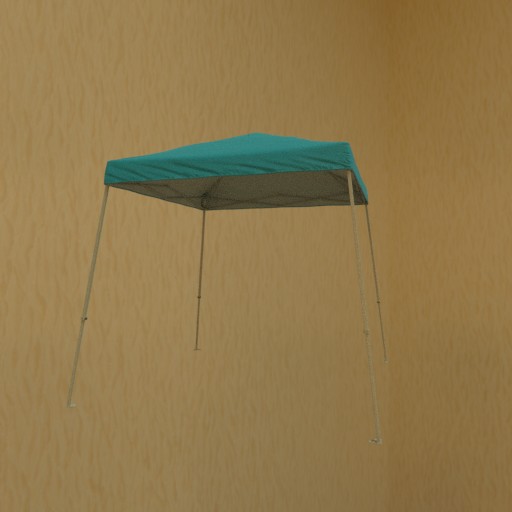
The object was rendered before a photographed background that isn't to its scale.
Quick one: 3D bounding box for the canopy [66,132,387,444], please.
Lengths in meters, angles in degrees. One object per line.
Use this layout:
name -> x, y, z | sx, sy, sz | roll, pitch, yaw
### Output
canopy -> 0.000, 0.000, 6.448 | 3.600, 3.600, 3.599 | 0, -1, 17
